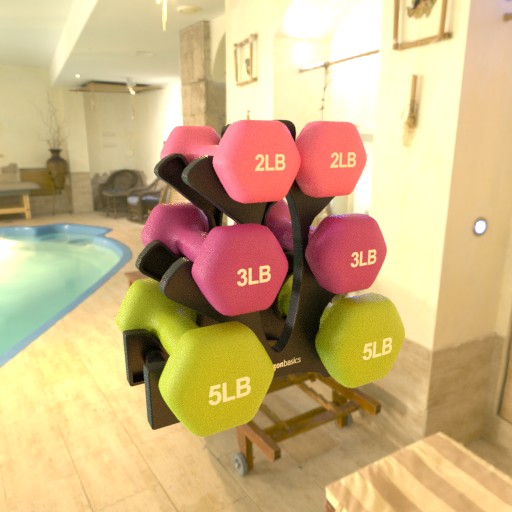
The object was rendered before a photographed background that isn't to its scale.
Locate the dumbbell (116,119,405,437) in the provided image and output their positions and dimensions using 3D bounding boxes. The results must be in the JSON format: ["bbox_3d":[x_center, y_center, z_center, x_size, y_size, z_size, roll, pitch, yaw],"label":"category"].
[{"bbox_3d":[0.000,0.000,0.450,0.257,0.261,0.203,-8,16,-28],"label":"dumbbell"}]
